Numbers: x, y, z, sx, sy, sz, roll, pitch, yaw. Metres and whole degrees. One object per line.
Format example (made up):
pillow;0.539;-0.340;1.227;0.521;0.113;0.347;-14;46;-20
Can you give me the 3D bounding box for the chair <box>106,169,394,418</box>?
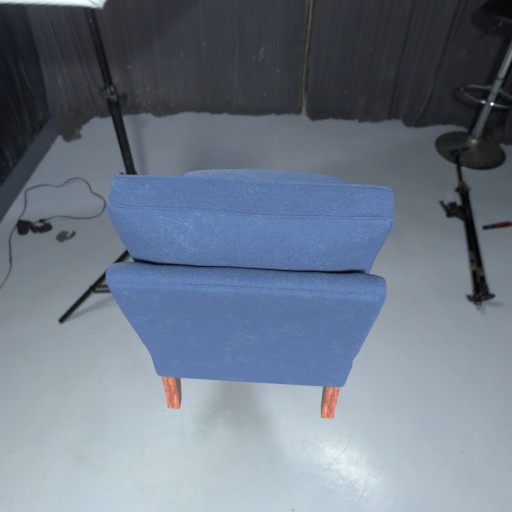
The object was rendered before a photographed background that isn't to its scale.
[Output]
chair;0.000;0.000;1.638;0.724;1.052;0.912;3;47;3
